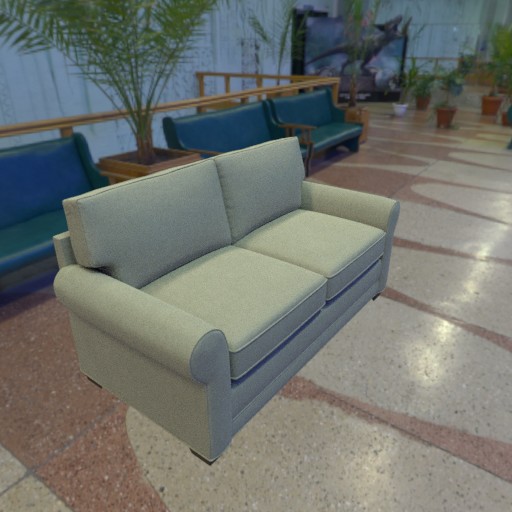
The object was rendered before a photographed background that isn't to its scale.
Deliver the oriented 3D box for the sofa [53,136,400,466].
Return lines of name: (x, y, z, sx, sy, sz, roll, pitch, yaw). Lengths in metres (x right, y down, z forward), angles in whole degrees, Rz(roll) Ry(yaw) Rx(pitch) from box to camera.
sofa: (0.000, 0.000, 2.264, 0.861, 0.933, 1.774, 18, 31, 33)
